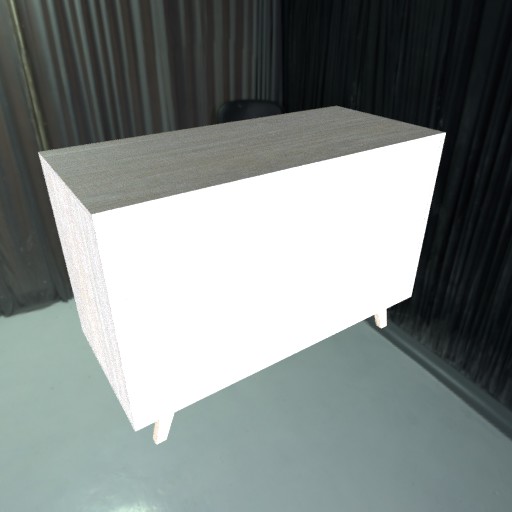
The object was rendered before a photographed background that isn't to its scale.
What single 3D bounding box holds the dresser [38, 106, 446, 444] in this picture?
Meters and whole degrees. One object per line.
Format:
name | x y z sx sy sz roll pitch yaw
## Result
dresser | 0.000 0.000 1.504 1.110 0.780 0.500 -19 35 -29
